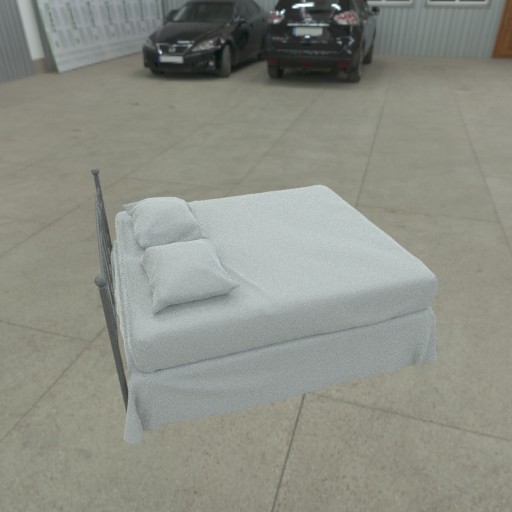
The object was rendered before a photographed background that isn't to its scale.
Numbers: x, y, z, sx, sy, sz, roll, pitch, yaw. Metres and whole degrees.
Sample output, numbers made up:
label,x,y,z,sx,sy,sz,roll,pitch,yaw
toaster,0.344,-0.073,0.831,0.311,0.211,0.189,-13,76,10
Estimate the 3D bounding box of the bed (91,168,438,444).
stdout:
label,x,y,z,sx,sy,sz,roll,pitch,yaw
bed,0.000,0.000,3.340,2.215,1.080,1.936,-10,32,-16
